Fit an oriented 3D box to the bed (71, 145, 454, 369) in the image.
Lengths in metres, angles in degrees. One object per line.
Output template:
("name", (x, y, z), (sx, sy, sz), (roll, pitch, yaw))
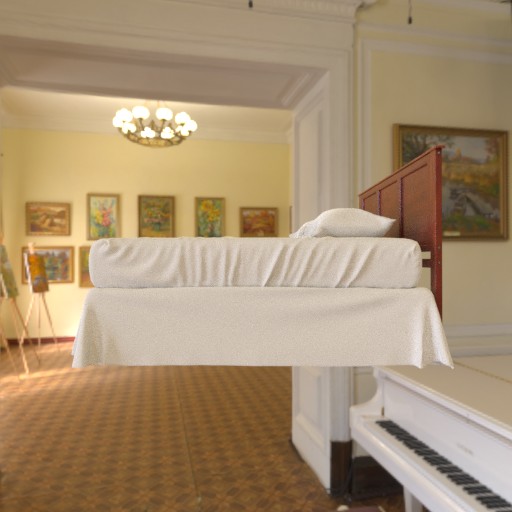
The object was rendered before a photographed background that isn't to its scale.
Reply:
("bed", (0.000, 0.000, 3.535), (2.219, 1.271, 2.314), (0, 0, 0))
